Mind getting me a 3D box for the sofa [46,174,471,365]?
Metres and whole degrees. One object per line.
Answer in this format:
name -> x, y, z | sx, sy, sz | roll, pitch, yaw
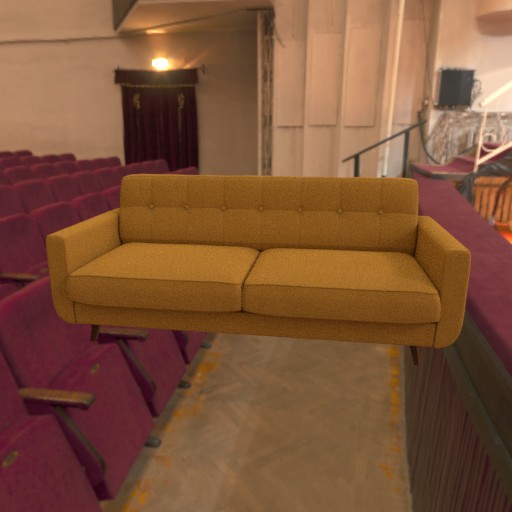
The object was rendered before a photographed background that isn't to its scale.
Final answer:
sofa -> 0.000, 0.000, 2.491 | 2.029, 0.841, 0.909 | 2, 16, 8
